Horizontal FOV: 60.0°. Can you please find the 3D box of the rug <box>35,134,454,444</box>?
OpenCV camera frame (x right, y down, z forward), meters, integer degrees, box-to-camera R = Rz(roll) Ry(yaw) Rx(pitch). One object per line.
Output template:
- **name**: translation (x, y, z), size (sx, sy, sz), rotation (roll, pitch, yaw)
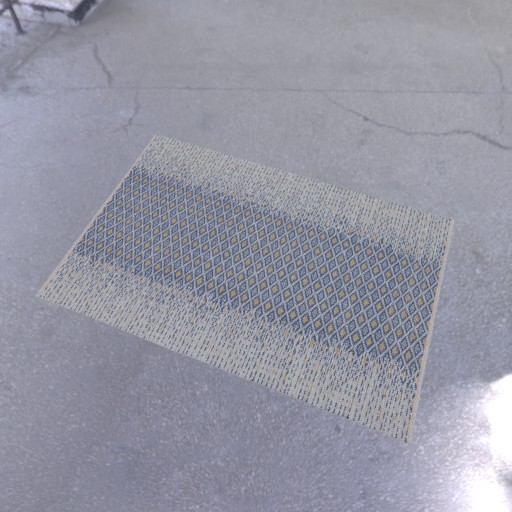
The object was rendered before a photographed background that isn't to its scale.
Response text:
- **rug**: translation (0.000, 0.000, 2.275), size (1.828, 0.005, 1.219), rotation (18, 59, 11)
